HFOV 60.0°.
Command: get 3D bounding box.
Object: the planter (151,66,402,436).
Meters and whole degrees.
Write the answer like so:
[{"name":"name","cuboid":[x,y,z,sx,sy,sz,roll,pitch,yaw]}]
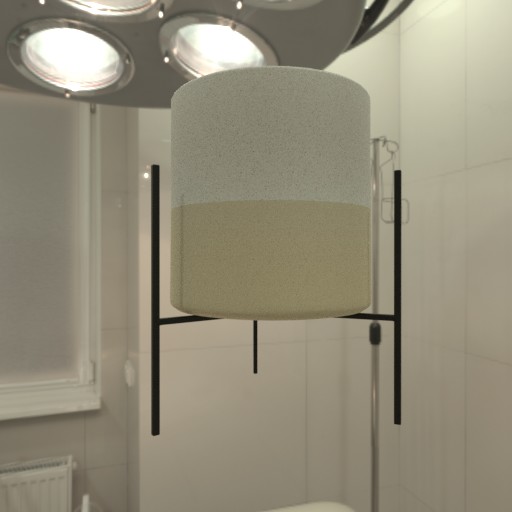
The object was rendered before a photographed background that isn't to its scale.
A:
[{"name":"planter","cuboid":[0.000,0.000,0.546,0.263,0.362,0.267,0,0,-19]}]
